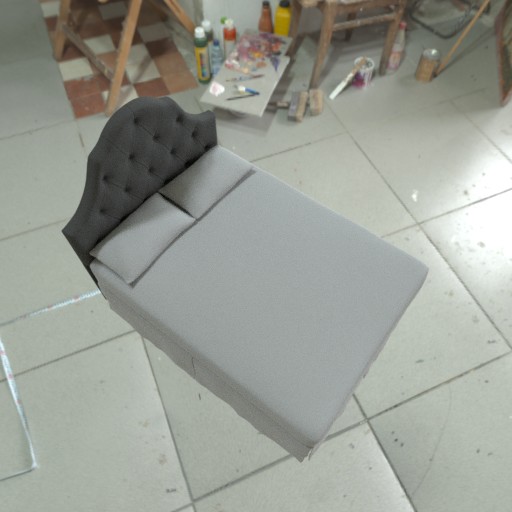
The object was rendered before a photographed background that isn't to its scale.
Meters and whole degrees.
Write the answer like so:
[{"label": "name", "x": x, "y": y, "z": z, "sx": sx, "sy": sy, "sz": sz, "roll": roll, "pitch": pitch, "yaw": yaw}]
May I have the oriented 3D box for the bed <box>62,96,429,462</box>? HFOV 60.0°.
[{"label": "bed", "x": 0.000, "y": 0.000, "z": 3.168, "sx": 2.155, "sy": 1.575, "sz": 1.636, "roll": 33, "pitch": 64, "yaw": 19}]
